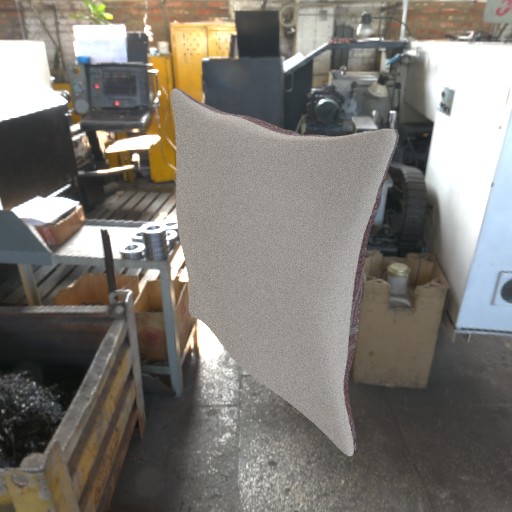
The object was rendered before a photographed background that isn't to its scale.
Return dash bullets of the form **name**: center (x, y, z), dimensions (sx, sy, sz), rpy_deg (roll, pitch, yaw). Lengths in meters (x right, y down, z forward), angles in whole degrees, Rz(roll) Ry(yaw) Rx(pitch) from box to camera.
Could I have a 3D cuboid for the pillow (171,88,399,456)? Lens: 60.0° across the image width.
- **pillow**: center (0.000, 0.000, 0.777), dimensions (0.163, 0.513, 0.514), rpy_deg (-19, 32, -33)
